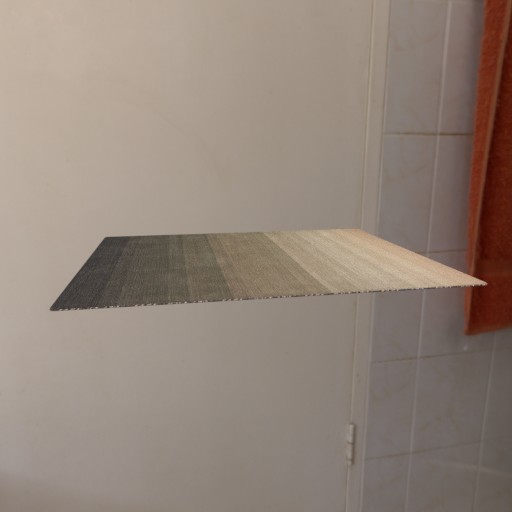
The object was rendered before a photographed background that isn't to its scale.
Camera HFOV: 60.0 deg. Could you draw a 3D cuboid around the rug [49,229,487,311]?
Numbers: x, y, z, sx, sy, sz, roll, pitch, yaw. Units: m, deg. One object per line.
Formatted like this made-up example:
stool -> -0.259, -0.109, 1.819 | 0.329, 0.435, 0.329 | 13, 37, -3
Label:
rug -> 0.000, 0.000, 3.951 | 2.902, 0.017, 2.305 | -2, 14, -10
